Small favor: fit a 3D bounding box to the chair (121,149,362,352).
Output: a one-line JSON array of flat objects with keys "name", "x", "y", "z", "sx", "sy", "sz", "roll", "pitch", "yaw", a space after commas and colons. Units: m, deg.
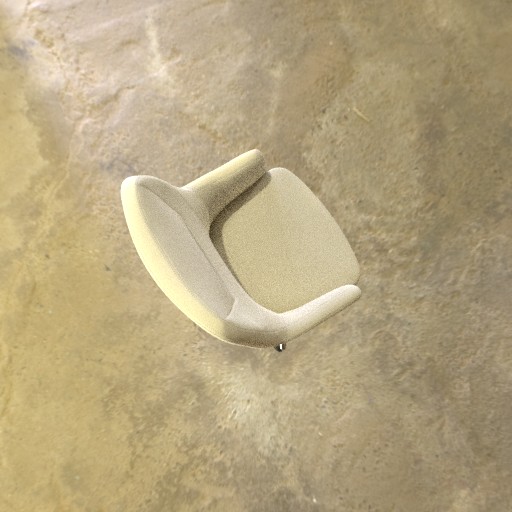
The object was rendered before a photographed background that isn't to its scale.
[{"name": "chair", "x": 0.000, "y": 0.000, "z": 1.466, "sx": 0.640, "sy": 1.049, "sz": 0.620, "roll": -33, "pitch": 79, "yaw": -7}]
